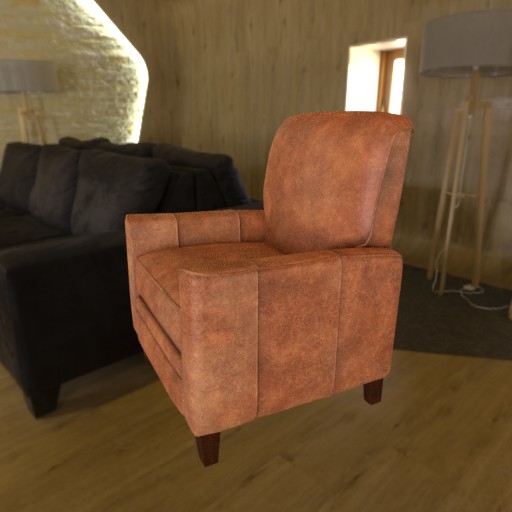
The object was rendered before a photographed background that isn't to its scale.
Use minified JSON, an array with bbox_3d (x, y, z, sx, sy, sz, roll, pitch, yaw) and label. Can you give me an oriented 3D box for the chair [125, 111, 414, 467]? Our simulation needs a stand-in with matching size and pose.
[{"bbox_3d":[0.000,0.000,1.669,0.836,1.043,0.843,-9,19,-26],"label":"chair"}]
